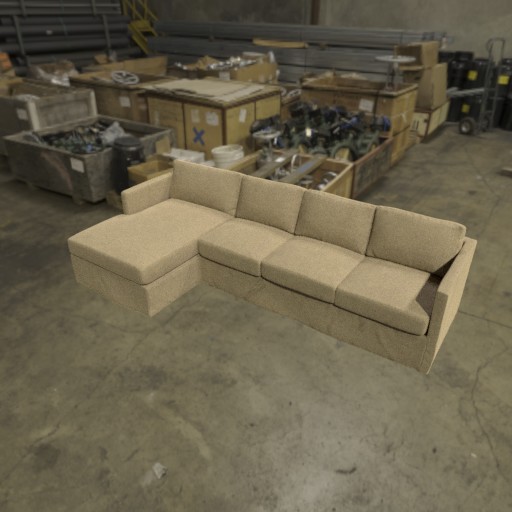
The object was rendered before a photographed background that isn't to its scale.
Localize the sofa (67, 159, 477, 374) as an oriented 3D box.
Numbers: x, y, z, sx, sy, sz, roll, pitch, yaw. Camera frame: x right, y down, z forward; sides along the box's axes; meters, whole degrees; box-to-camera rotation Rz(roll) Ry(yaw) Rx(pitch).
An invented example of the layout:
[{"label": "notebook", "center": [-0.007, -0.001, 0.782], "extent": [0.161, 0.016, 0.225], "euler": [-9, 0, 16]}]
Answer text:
[{"label": "sofa", "center": [0.000, 0.000, 3.869], "extent": [3.198, 0.920, 1.638], "euler": [19, 35, 29]}]
